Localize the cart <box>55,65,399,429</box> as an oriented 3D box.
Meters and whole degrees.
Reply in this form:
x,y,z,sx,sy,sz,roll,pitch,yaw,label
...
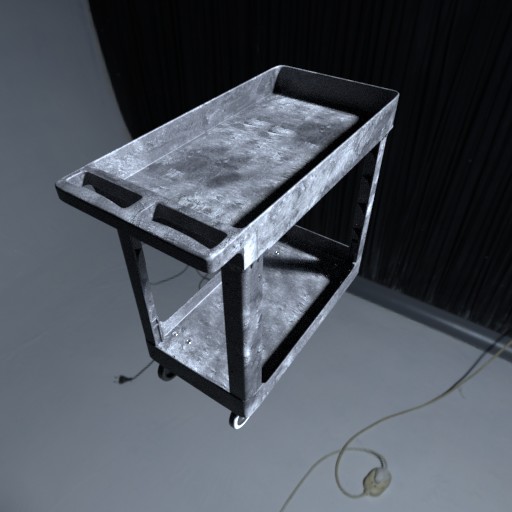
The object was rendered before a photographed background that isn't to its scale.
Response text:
x,y,z,sx,sy,sz,roll,pitch,yaw,label
0.000,0.000,1.359,0.420,0.824,0.877,25,47,25,cart
